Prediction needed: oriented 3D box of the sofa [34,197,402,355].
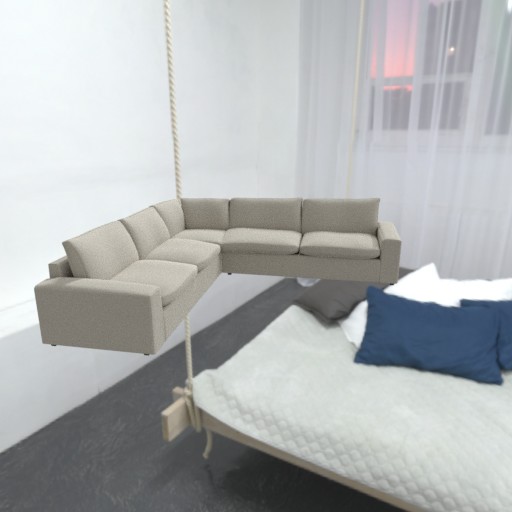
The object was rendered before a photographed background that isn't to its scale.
[{"bbox_3d":[0.000,0.000,4.878,3.206,0.918,3.066,3,17,10],"label":"sofa"}]
